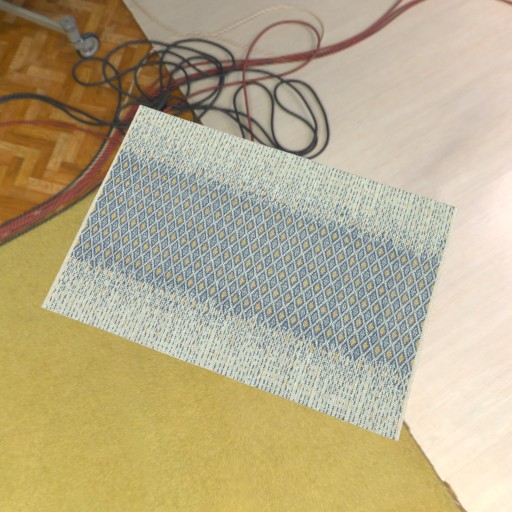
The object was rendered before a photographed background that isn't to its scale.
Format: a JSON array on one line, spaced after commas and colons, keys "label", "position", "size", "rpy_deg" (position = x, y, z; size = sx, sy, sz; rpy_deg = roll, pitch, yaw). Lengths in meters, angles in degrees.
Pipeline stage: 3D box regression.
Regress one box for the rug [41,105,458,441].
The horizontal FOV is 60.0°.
[{"label": "rug", "position": [0.000, 0.000, 2.268], "size": [1.828, 0.005, 1.219], "rpy_deg": [19, 76, 5]}]
